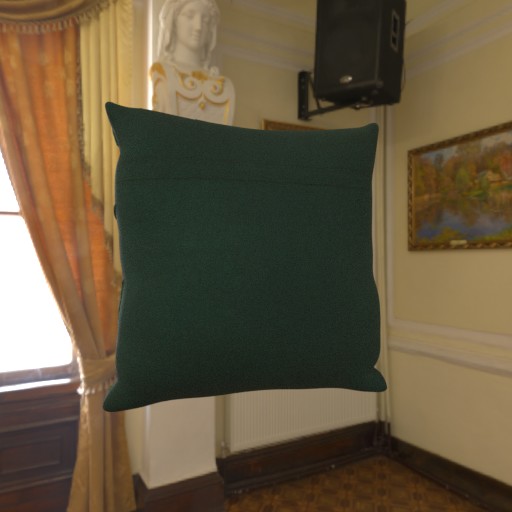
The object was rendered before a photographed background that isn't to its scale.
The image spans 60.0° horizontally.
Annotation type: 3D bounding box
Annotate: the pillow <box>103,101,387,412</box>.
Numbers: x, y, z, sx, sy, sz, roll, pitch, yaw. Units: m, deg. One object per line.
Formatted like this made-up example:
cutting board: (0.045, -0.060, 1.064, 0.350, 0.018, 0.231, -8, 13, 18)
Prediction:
pillow: (0.000, 0.000, 0.674, 0.439, 0.440, 0.184, 0, -1, -16)
